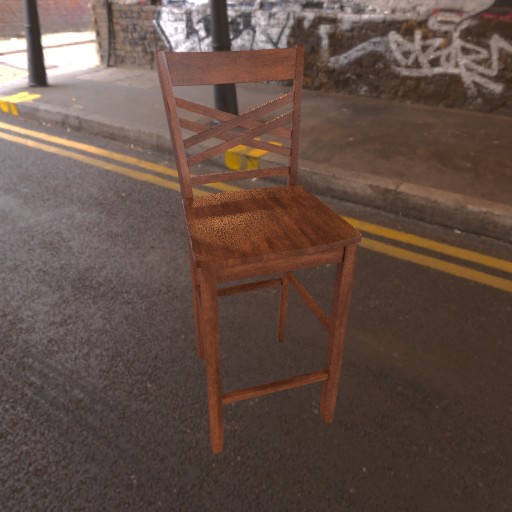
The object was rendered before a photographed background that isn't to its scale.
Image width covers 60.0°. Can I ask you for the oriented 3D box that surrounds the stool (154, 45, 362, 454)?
[{"bbox_3d":[0.000,0.000,1.342,0.433,1.105,0.487,-9,33,-15],"label":"stool"}]
